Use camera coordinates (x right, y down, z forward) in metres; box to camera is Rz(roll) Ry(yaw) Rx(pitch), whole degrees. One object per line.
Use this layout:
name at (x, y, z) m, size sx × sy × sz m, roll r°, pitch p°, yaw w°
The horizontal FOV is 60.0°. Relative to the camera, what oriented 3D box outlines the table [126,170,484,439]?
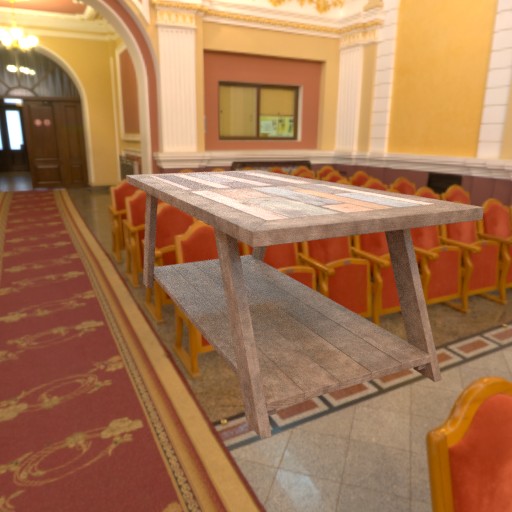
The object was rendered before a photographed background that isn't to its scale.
table at (0.000, 0.000, 1.514) m, size 0.610 × 0.470 × 1.219 m, roll -7°, pitch 17°, yaw -25°
